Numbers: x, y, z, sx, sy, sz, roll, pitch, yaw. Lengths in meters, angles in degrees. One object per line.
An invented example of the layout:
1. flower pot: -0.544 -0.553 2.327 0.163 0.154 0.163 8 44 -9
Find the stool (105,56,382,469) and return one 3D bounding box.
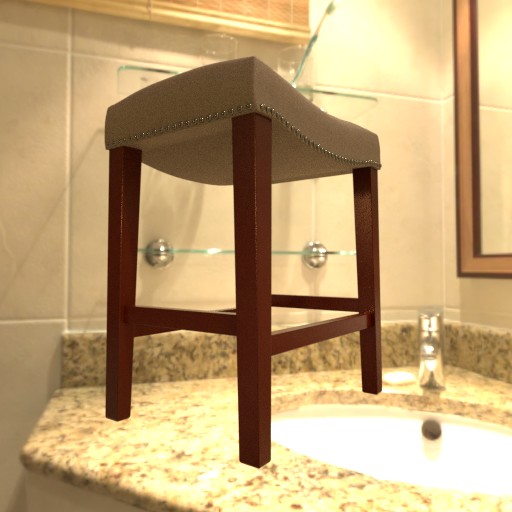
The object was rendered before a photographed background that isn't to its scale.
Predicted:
1. stool: 0.000 0.000 0.950 0.375 0.632 0.509 -1 -2 36
